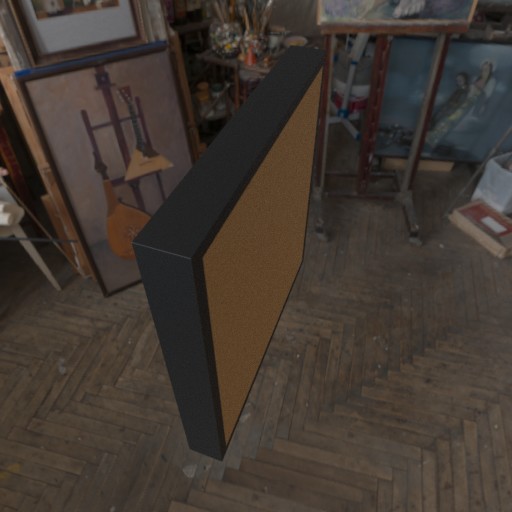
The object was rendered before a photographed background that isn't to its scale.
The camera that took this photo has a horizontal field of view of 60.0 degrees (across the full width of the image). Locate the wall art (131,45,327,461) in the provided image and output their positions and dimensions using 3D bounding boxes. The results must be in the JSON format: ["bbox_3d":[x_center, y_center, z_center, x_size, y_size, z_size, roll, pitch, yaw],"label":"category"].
[{"bbox_3d":[0.000,0.000,0.452,0.038,0.304,0.304,15,48,14],"label":"wall art"}]
